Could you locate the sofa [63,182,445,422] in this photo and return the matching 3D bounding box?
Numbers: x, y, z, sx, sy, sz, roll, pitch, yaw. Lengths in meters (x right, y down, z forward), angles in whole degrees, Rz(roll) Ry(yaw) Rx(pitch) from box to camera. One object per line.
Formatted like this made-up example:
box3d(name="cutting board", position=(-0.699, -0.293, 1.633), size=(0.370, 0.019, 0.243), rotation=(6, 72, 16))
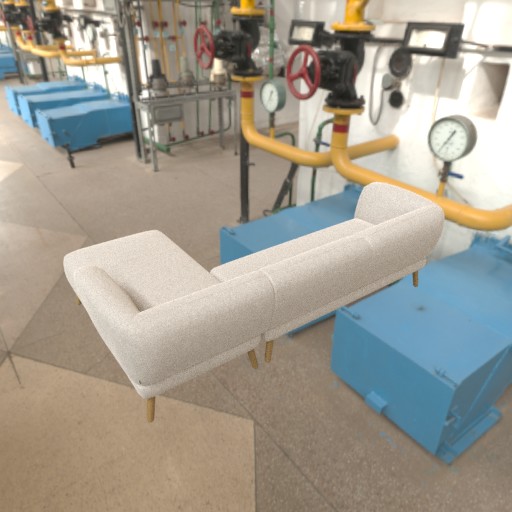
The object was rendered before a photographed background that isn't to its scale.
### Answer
box3d(name="sofa", position=(0.000, 0.000, 3.421), size=(2.660, 0.730, 1.610), rotation=(-19, 35, -30))
